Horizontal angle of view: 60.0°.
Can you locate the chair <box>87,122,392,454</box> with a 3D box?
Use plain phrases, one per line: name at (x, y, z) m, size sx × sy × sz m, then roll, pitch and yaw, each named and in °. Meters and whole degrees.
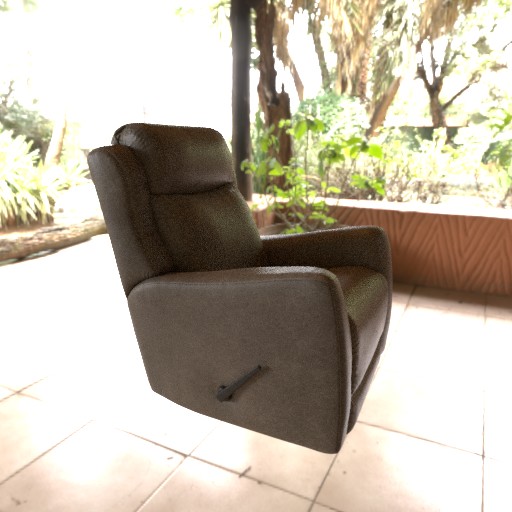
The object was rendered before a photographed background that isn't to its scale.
chair at (0.000, 0.000, 1.933) m, size 1.068 × 1.116 × 0.967 m, roll 7°, pitch 16°, yaw 25°
